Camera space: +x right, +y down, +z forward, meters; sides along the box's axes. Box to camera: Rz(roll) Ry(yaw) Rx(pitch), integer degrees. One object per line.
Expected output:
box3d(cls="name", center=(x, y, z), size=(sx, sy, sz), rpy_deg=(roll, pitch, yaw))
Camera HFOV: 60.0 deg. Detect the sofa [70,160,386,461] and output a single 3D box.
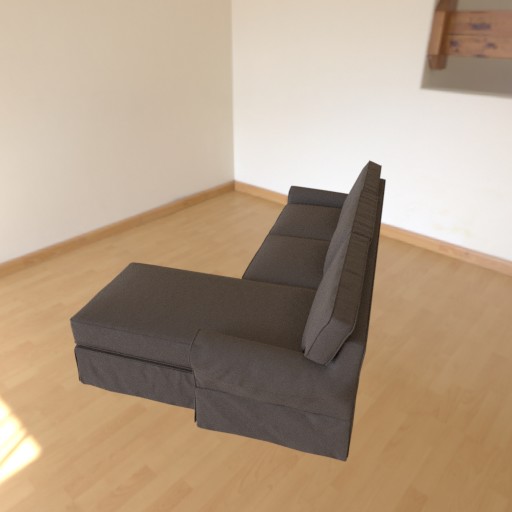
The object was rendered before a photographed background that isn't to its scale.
box3d(cls="sofa", center=(0.000, 0.000, 3.339), size=(1.733, 0.978, 2.475), rpy_deg=(8, 30, 14))
